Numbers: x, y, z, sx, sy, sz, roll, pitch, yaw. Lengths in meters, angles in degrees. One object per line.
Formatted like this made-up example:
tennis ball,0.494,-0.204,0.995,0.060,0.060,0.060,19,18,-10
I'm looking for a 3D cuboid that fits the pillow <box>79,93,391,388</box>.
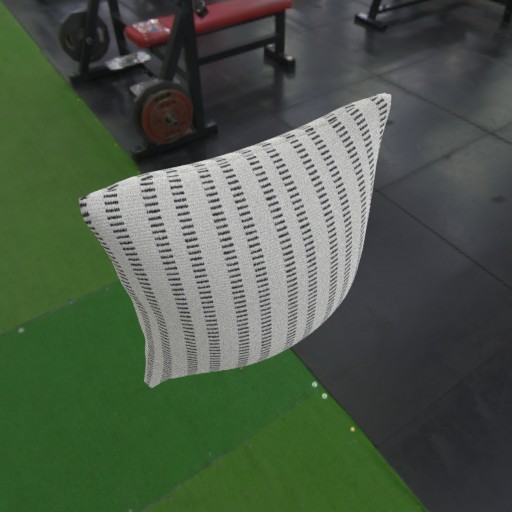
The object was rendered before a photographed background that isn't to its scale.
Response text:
pillow,0.000,0.000,0.684,0.438,0.419,0.247,-24,52,-21
